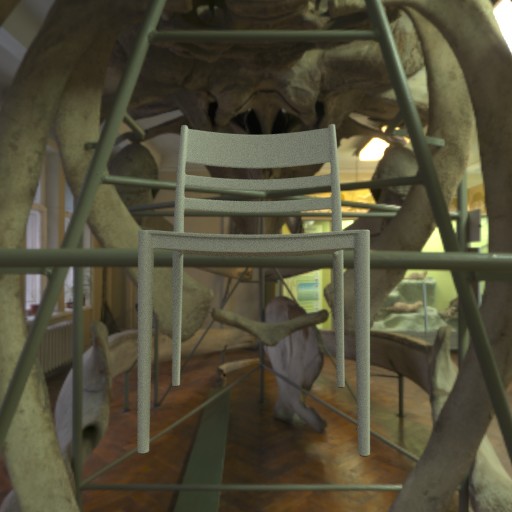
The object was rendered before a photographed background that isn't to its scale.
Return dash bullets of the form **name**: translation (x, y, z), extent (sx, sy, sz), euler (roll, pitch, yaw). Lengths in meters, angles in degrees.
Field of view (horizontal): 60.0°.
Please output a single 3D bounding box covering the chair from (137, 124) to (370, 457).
- **chair**: translation (0.000, 0.000, 1.140), extent (0.531, 0.800, 0.511), euler (0, 0, 1)
